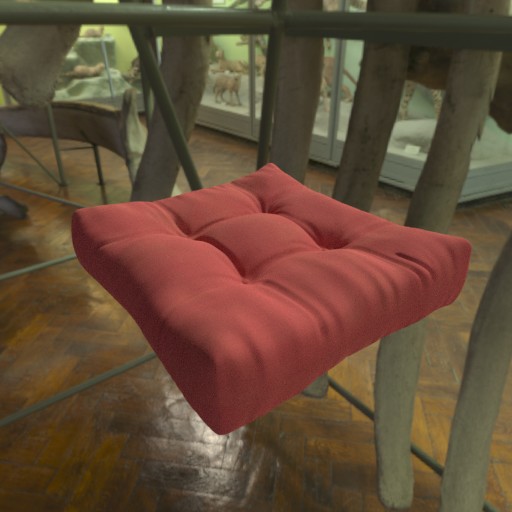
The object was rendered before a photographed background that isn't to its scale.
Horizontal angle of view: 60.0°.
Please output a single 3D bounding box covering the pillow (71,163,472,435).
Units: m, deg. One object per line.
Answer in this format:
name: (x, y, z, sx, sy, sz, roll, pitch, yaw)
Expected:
pillow: (0.000, 0.000, 0.722, 0.468, 0.128, 0.490, -20, 34, -32)
